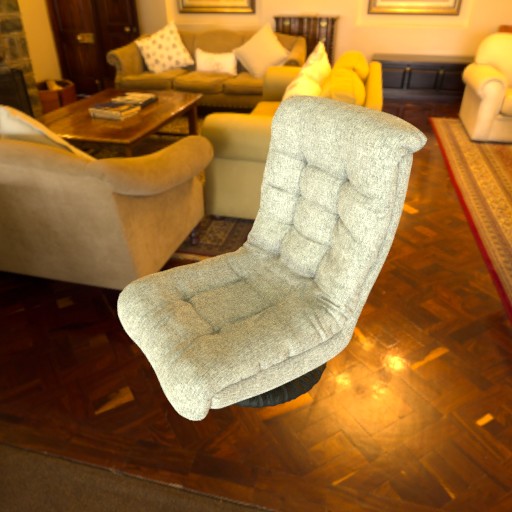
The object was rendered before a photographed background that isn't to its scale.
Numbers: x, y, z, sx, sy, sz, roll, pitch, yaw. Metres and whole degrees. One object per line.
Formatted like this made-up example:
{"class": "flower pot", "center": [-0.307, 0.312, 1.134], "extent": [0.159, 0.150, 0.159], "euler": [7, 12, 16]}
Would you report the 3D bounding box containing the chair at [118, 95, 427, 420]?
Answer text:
{"class": "chair", "center": [0.000, 0.000, 0.994], "extent": [0.583, 0.600, 0.400], "euler": [-20, 37, -29]}
